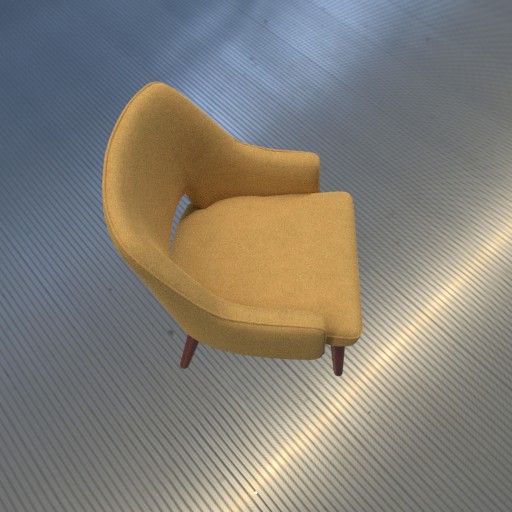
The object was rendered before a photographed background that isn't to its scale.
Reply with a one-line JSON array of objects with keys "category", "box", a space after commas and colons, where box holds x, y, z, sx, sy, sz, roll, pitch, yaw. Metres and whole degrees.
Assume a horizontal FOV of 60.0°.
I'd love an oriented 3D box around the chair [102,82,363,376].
[{"category": "chair", "box": [0.000, 0.000, 1.232, 0.605, 0.849, 0.548, 2, 62, 1]}]
